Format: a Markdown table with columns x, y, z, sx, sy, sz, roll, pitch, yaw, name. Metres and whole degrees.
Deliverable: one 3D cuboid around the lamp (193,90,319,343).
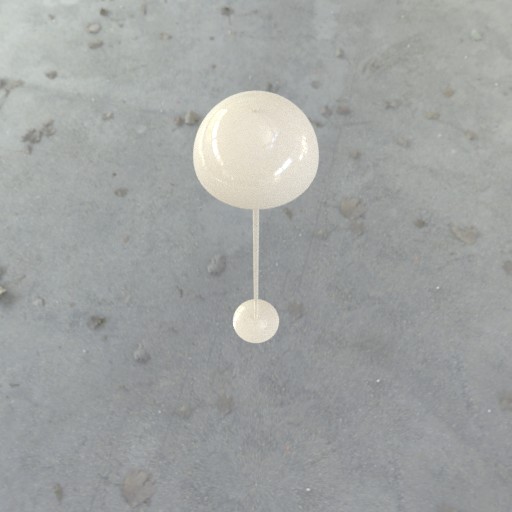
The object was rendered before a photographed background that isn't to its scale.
| x | y | z | sx | sy | sz | roll | pitch | yaw | name |
| --- | --- | --- | --- | --- | --- | --- | --- | --- | --- |
| 0.000 | 0.000 | 1.669 | 0.328 | 1.480 | 0.328 | 15 | 64 | 7 | lamp |
